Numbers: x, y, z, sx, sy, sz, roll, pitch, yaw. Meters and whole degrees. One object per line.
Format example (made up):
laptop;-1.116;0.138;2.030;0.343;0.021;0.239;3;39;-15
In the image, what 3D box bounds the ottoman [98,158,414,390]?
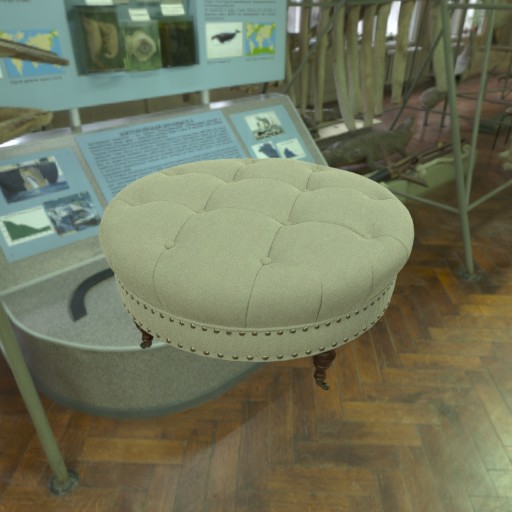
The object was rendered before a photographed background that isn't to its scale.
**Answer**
ottoman;0.000;0.000;1.395;0.901;0.439;0.901;0;30;0
